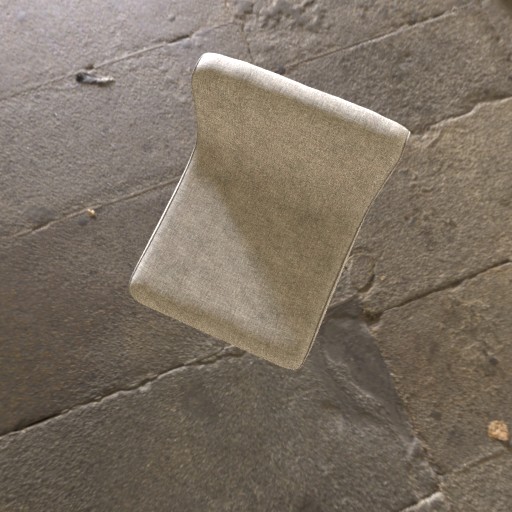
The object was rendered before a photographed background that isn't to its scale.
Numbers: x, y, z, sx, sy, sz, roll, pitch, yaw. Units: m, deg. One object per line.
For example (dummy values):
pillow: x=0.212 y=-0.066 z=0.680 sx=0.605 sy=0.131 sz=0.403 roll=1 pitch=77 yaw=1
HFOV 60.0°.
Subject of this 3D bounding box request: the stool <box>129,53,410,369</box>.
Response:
stool: x=0.000 y=0.000 z=1.239 sx=0.426 sy=0.965 sz=0.499 roll=23 pitch=78 yaw=5
